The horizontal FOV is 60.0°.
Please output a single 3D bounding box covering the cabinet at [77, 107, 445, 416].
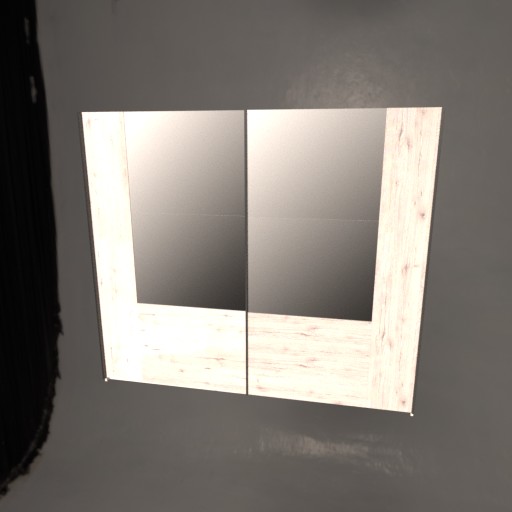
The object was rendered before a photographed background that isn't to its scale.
[{"bbox_3d":[0.000,0.000,3.537,2.500,2.180,0.660,3,15,11],"label":"cabinet"}]
